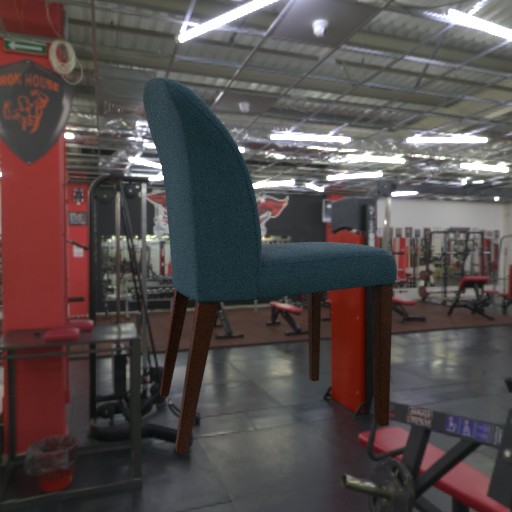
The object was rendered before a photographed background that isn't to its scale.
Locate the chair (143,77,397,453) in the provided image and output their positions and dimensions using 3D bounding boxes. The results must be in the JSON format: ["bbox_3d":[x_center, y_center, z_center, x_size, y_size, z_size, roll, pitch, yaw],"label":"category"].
[{"bbox_3d":[0.000,0.000,1.261,0.620,0.879,0.507,0,1,-17],"label":"chair"}]
